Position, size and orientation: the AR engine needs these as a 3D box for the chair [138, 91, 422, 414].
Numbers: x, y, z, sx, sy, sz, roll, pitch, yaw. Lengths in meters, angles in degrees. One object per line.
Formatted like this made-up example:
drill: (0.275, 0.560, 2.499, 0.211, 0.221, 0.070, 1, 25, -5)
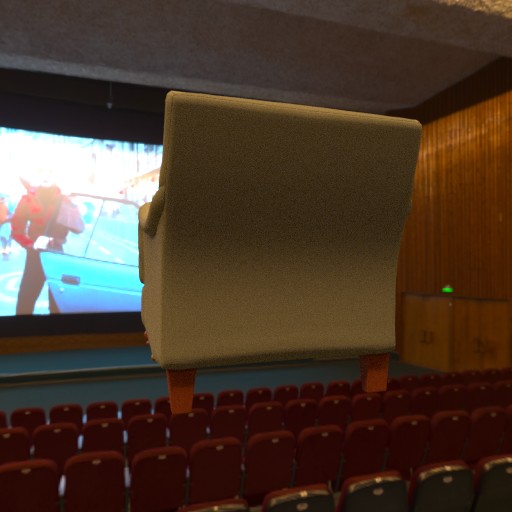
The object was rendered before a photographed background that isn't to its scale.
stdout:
chair: (0.000, 0.000, 1.887, 0.955, 1.038, 1.070, 0, 0, -19)
